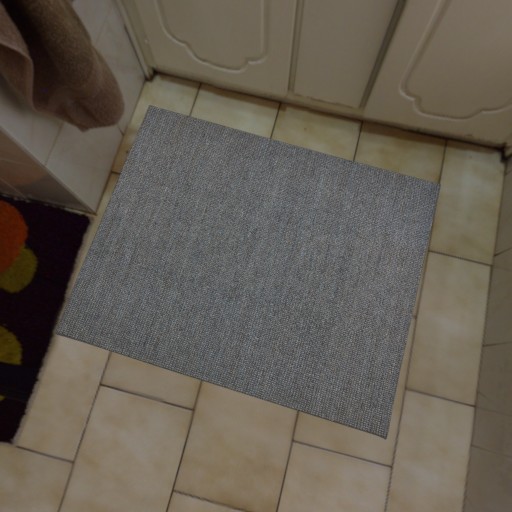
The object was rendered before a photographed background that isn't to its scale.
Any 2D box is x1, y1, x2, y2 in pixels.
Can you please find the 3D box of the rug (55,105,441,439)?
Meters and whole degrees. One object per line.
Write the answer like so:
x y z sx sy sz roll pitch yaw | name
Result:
0.000 0.000 4.179 3.068 0.021 2.456 16 76 4 | rug
